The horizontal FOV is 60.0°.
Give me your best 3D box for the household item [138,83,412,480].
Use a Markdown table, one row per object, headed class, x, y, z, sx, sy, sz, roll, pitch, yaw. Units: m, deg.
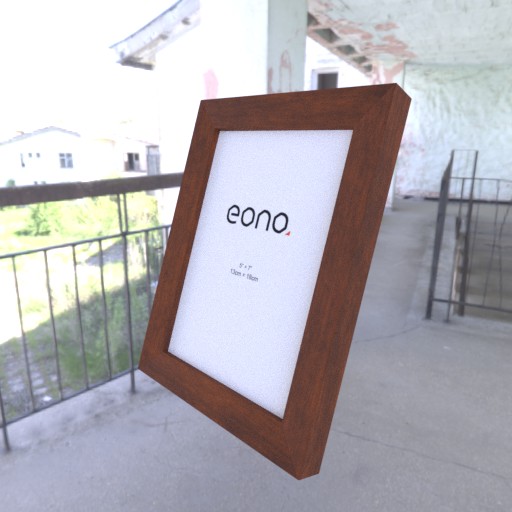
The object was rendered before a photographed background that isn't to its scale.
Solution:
| class | x | y | z | sx | sy | sz | roll | pitch | yaw |
| --- | --- | --- | --- | --- | --- | --- | --- | --- | --- |
| household item | 0.000 | 0.000 | 0.291 | 0.096 | 0.204 | 0.160 | -15 | 21 | -43 |
